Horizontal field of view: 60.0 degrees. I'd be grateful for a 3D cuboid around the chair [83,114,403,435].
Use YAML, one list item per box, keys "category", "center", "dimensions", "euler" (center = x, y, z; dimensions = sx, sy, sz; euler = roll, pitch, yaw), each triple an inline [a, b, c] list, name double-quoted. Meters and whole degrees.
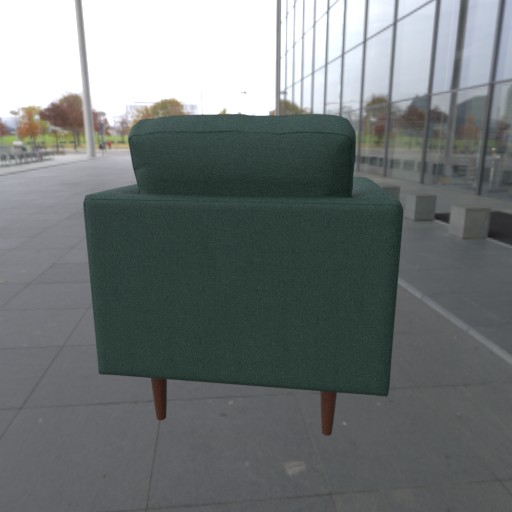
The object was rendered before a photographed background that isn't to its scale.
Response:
- category: "chair"
  center: [0.000, 0.000, 1.563]
  dimensions: [0.855, 0.927, 0.800]
  euler: [2, 15, 8]
